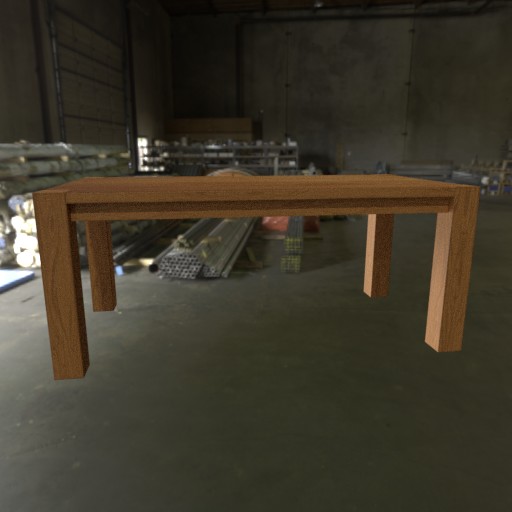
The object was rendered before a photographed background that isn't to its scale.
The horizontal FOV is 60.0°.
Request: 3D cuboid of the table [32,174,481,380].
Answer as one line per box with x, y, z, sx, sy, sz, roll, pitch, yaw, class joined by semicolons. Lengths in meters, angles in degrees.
0.000;0.000;2.278;1.800;0.760;0.900;-2;14;-8;table
